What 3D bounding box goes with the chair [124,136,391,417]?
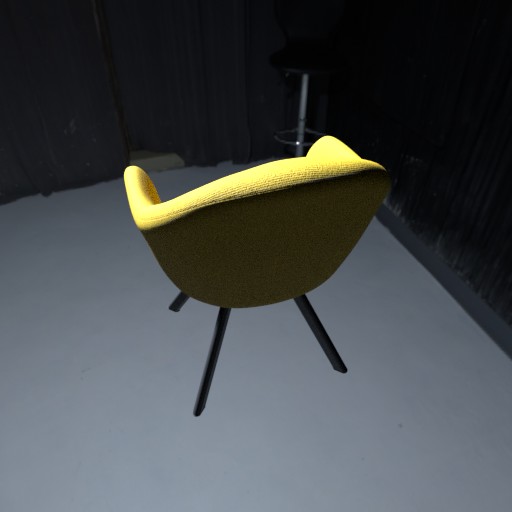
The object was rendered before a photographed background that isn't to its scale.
[{"bbox_3d":[0.000,0.000,1.197,0.590,0.795,0.550,-12,42,-13],"label":"chair"}]
